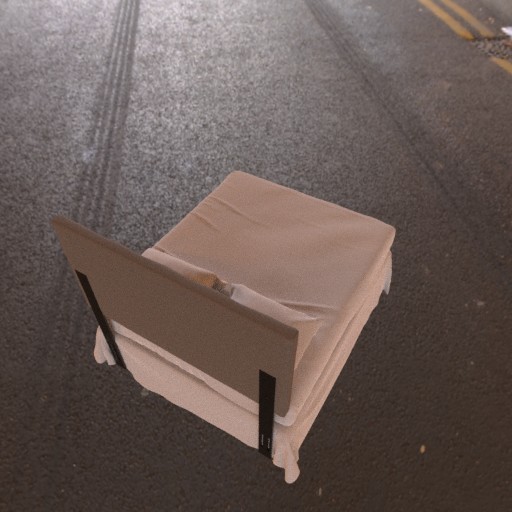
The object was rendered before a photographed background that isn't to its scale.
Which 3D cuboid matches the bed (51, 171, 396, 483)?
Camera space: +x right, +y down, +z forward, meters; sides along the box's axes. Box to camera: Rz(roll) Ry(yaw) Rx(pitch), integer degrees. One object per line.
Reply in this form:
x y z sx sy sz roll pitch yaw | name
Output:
0.000 0.000 3.491 1.936 1.577 2.222 24 51 21 | bed
